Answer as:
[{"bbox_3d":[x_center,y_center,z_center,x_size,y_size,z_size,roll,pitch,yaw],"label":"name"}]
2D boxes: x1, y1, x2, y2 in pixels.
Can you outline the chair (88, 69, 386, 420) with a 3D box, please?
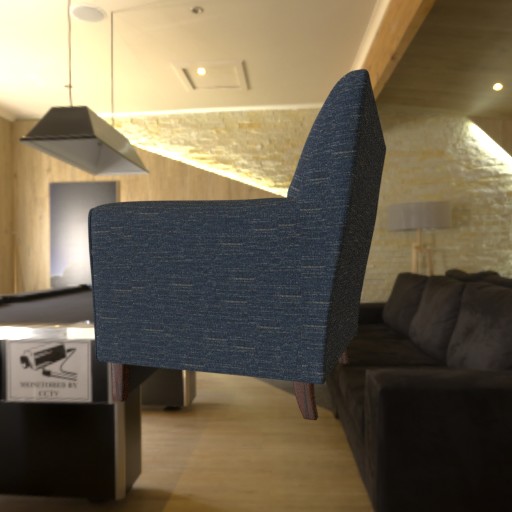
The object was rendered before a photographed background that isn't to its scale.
[{"bbox_3d":[0.000,0.000,1.619,0.873,0.928,0.864,0,0,19],"label":"chair"}]
